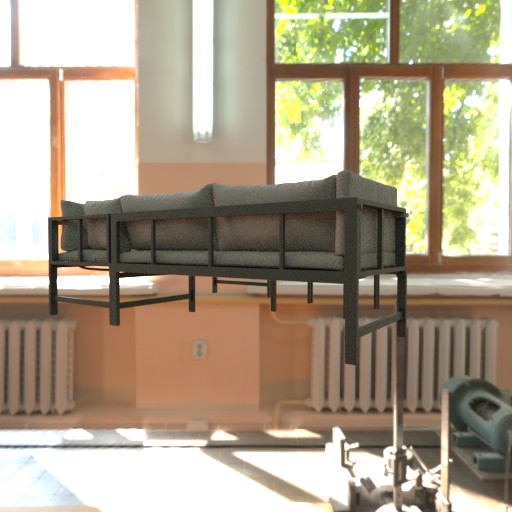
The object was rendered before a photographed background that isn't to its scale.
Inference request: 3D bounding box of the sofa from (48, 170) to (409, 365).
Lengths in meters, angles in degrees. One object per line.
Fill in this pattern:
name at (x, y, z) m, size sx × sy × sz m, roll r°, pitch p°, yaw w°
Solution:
sofa at (0.000, 0.000, 2.923) m, size 2.096 × 0.758 × 1.658 m, roll 1°, pitch 2°, yaw 35°
